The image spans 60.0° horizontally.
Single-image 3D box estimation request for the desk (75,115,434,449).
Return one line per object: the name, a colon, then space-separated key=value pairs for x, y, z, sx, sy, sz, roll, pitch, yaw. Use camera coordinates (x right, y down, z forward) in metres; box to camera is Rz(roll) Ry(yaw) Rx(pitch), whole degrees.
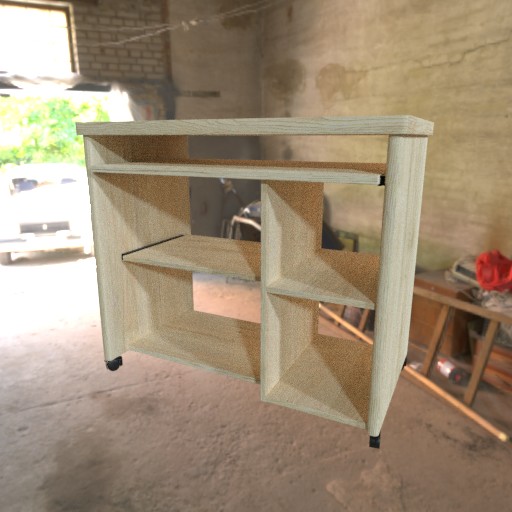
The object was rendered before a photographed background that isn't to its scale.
desk: x=0.000 y=0.000 z=1.332 sx=0.885 sy=0.770 sz=0.480 roll=7 pitch=17 yaw=25
